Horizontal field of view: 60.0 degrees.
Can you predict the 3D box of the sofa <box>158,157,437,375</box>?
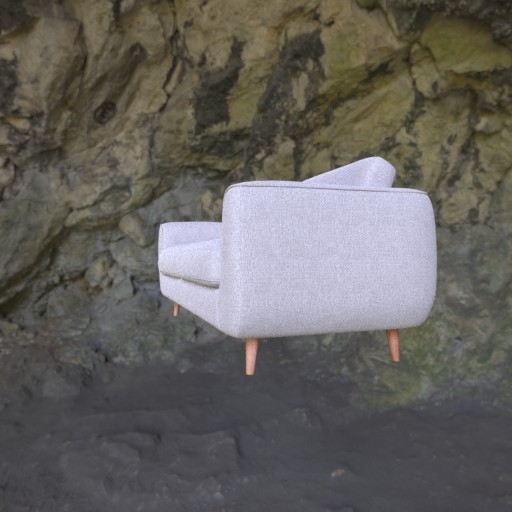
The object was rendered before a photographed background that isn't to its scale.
[{"bbox_3d":[0.000,0.000,2.485,0.920,0.850,2.000,0,0,-19],"label":"sofa"}]
